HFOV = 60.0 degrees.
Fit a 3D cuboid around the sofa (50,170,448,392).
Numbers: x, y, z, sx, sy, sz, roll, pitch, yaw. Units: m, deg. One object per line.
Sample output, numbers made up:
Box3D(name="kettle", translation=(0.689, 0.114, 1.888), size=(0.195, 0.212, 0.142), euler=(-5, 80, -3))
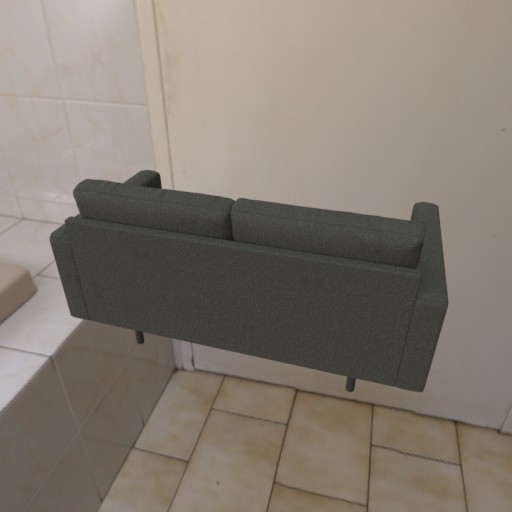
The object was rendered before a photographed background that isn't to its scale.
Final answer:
Box3D(name="sofa", translation=(0.000, 0.000, 2.279), size=(1.730, 0.897, 0.889), euler=(9, 33, 14))
